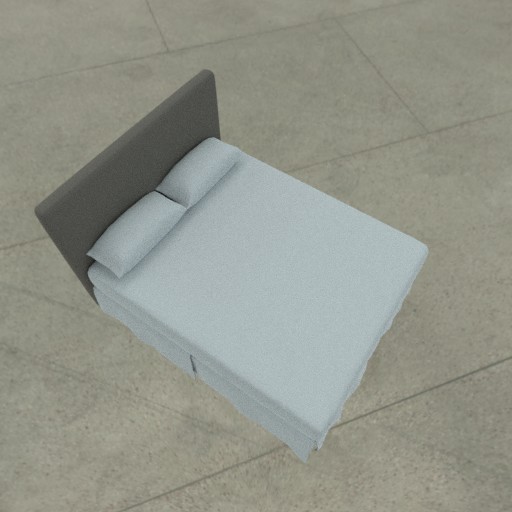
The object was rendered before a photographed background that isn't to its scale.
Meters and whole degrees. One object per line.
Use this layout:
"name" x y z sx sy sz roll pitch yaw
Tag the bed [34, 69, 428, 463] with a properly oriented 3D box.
"bed" 0.000 0.000 3.231 2.142 1.330 1.748 30 63 18
